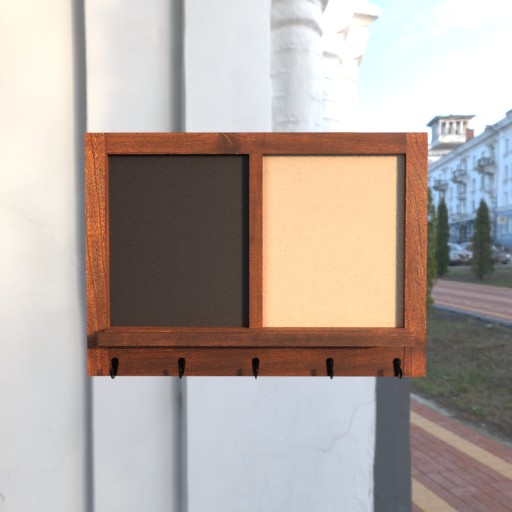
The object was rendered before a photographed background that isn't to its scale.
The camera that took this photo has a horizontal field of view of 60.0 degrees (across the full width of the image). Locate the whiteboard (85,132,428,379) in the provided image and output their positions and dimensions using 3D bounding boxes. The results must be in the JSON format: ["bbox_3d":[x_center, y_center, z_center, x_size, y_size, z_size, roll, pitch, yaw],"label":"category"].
[{"bbox_3d":[0.000,0.000,0.982,0.768,0.553,0.083,0,2,0],"label":"whiteboard"}]
